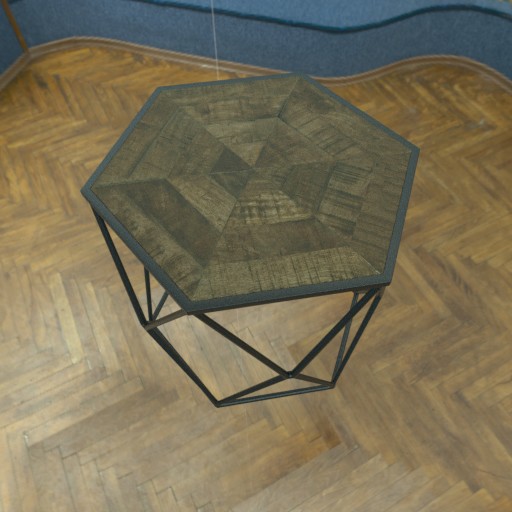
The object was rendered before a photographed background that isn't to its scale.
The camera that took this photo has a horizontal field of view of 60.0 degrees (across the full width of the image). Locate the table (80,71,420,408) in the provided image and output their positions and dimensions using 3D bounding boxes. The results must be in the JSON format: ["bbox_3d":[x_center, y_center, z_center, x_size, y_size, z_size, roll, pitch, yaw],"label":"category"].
[{"bbox_3d":[0.000,0.000,1.005,0.579,0.564,0.578,17,59,10],"label":"table"}]
